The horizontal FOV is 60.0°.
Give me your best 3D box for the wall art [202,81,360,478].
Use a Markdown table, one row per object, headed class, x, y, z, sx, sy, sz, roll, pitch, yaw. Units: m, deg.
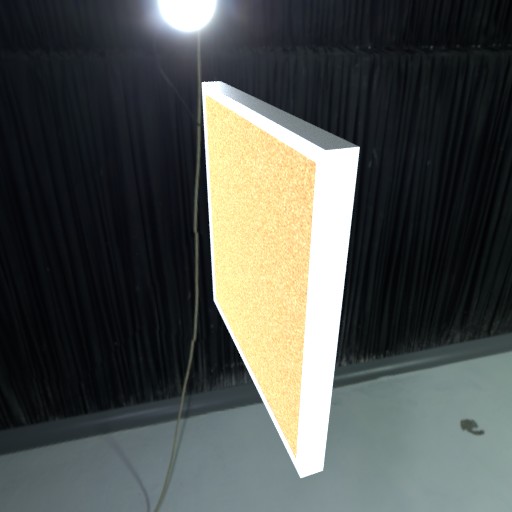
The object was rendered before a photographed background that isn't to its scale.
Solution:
| class | x | y | z | sx | sy | sz | roll | pitch | yaw |
| --- | --- | --- | --- | --- | --- | --- | --- | --- | --- |
| wall art | 0.000 | 0.000 | 0.769 | 0.038 | 0.505 | 0.506 | -10 | 30 | -17 |
